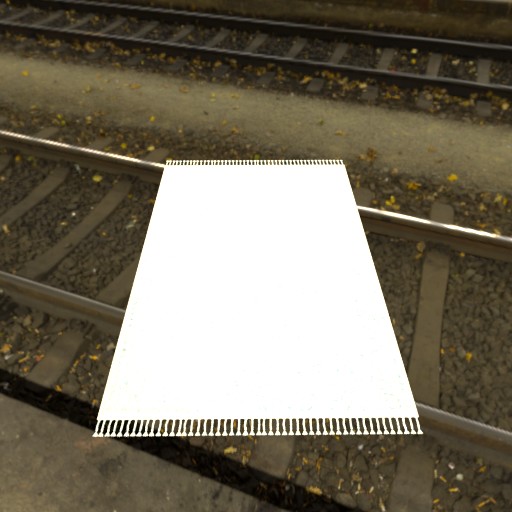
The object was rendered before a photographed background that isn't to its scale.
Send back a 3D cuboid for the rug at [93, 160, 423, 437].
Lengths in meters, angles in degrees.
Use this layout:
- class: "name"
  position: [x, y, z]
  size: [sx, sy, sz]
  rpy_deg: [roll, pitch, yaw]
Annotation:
- class: "rug"
  position: [0.000, 0.000, 2.939]
  size: [1.524, 0.010, 2.438]
  rpy_deg: [0, 43, 0]
